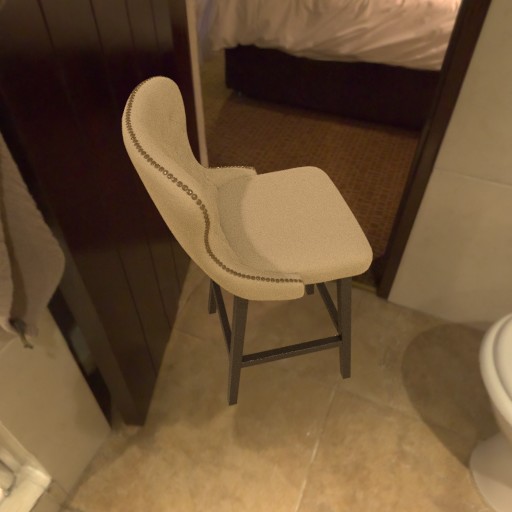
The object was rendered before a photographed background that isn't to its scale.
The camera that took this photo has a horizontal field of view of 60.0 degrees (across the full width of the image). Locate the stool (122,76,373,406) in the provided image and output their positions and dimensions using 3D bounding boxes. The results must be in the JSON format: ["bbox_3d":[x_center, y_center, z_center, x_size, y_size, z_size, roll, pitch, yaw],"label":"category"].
[{"bbox_3d":[0.000,0.000,1.333,0.593,0.971,0.528,-10,47,-10],"label":"stool"}]
